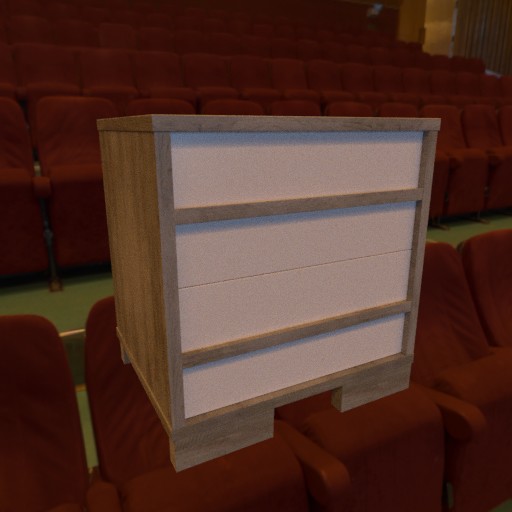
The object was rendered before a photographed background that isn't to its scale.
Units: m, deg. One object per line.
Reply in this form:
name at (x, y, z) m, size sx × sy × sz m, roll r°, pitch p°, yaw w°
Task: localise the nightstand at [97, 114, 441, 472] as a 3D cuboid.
nightstand at (0.000, 0.000, 0.759) m, size 0.427 × 0.448 × 0.347 m, roll -8°, pitch 18°, yaw -27°
